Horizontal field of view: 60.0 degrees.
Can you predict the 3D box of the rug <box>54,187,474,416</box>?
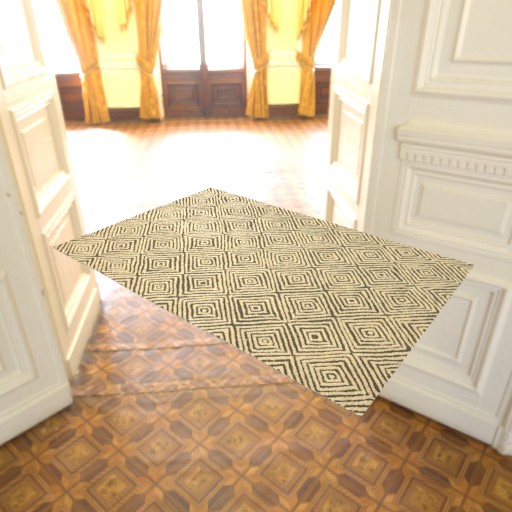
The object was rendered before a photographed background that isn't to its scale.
[{"bbox_3d":[0.000,0.000,2.208,1.750,0.004,1.177,21,35,33],"label":"rug"}]
